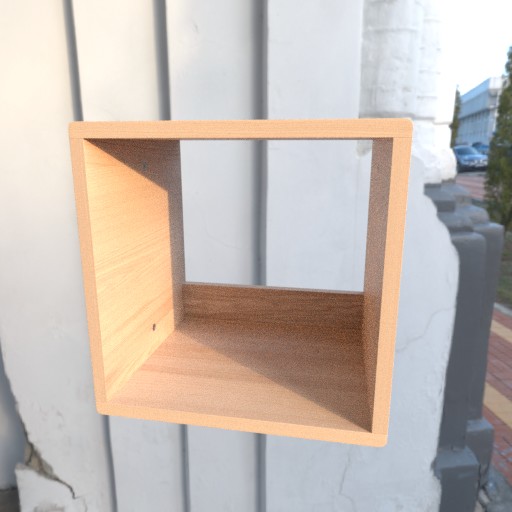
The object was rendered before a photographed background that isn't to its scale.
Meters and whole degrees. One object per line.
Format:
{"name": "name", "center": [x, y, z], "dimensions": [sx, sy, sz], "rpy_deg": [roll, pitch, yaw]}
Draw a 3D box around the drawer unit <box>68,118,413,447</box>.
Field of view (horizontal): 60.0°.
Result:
{"name": "drawer unit", "center": [0.000, 0.000, 0.610], "dimensions": [0.344, 0.344, 0.290], "rpy_deg": [3, 14, 10]}
